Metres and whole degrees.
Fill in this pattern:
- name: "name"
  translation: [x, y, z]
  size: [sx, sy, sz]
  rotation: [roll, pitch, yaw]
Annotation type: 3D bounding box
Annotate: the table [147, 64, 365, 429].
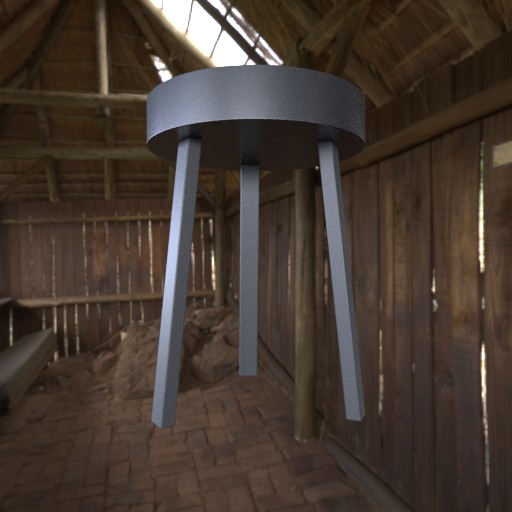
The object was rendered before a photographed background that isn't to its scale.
- name: "table"
  translation: [0.000, 0.000, 0.849]
  size: [0.406, 0.559, 0.406]
  rotation: [0, 0, 0]
